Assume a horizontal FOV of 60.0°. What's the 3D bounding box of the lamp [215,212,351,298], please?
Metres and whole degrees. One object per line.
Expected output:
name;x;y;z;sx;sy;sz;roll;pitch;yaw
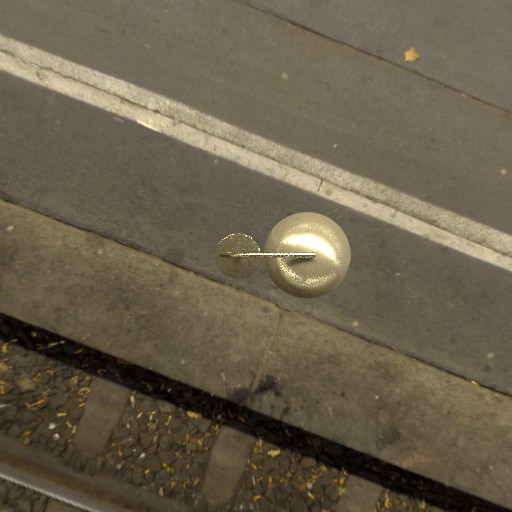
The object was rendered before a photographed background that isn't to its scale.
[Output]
lamp;0.000;0.000;1.702;0.431;1.526;0.250;0;90;-1
